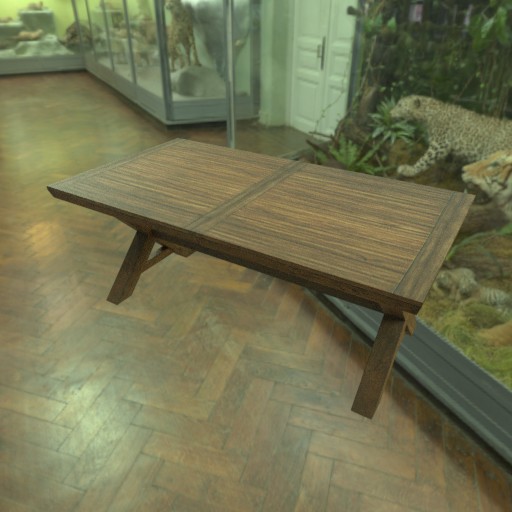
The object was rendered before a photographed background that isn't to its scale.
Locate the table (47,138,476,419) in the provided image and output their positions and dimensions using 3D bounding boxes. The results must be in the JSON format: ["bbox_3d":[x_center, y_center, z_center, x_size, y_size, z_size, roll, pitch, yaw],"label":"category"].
[{"bbox_3d":[0.000,0.000,2.510,1.966,0.793,1.071,18,35,27],"label":"table"}]
